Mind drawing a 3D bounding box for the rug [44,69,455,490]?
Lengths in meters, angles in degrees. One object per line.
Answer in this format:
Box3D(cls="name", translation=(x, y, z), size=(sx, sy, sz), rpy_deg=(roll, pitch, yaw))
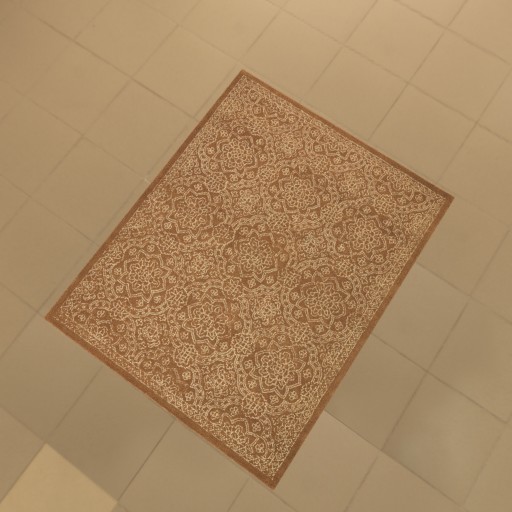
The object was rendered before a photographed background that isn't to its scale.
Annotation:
Box3D(cls="rug", translation=(0.000, 0.000, 4.031), size=(2.441, 0.015, 3.050), rpy_deg=(34, 79, 8))
